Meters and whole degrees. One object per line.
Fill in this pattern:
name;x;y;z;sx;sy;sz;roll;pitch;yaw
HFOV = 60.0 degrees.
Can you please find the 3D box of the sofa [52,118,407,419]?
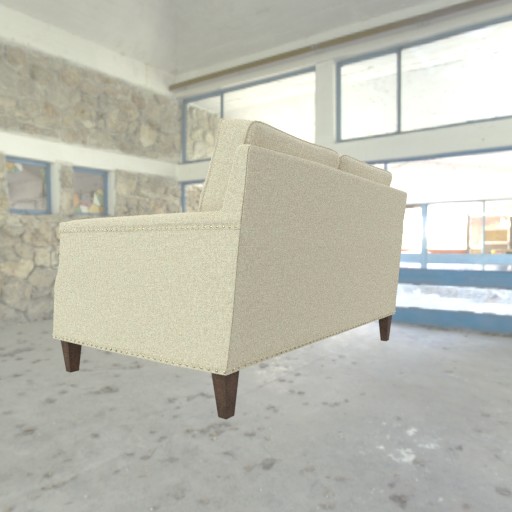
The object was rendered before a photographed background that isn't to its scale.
sofa;0.000;0.000;2.249;1.084;1.003;1.597;1;2;36
